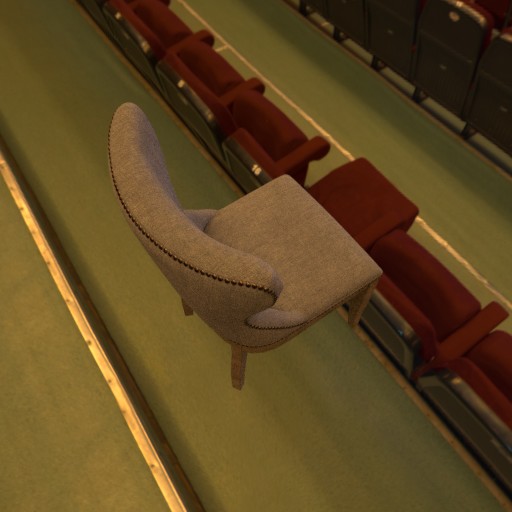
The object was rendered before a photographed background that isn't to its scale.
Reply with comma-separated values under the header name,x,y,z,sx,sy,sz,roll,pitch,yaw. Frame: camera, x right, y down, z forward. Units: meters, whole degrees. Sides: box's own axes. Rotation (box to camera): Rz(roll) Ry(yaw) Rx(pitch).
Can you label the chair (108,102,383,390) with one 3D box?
name,x,y,z,sx,sy,sz,roll,pitch,yaw
chair,0.000,0.000,1.454,0.681,1.002,0.654,-30,63,-18
